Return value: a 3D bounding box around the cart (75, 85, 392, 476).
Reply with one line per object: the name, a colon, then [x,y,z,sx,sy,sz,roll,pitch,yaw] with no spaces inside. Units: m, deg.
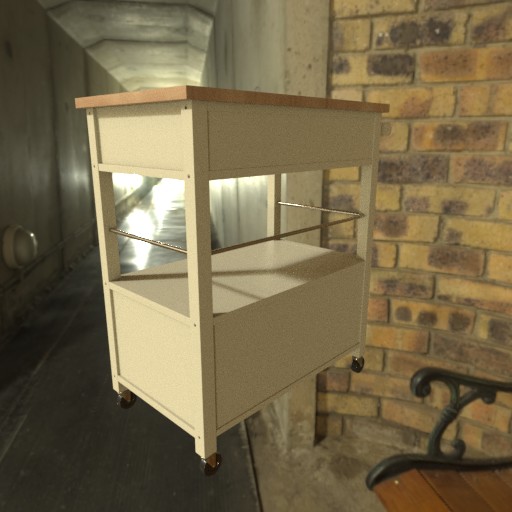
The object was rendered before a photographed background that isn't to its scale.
cart: [0.000,0.000,1.371,0.459,0.901,0.840,14,21,42]
